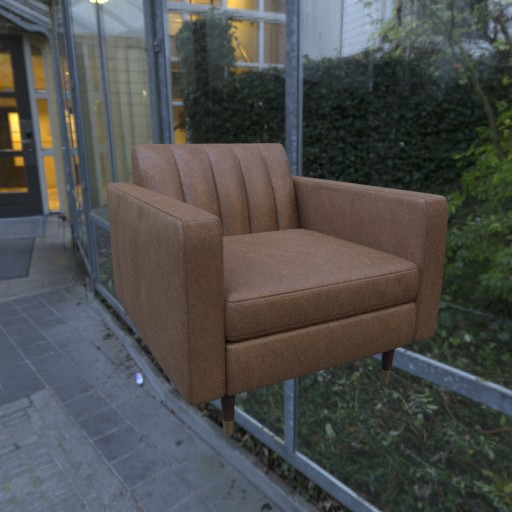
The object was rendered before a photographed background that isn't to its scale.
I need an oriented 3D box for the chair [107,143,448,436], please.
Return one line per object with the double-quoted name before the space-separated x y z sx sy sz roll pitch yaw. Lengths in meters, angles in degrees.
"chair" 0.000 0.000 1.685 0.953 0.819 0.998 -8 17 -27
